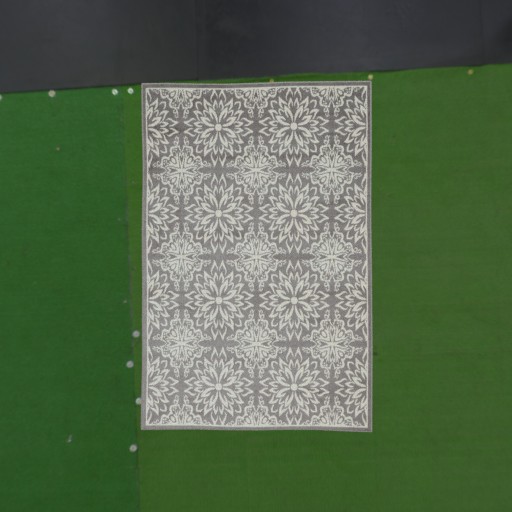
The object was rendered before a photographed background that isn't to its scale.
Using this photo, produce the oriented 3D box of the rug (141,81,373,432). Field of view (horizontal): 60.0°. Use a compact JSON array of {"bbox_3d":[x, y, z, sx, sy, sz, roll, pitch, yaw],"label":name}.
[{"bbox_3d":[0.000,0.000,2.346,1.224,0.012,1.847,0,90,1],"label":"rug"}]
